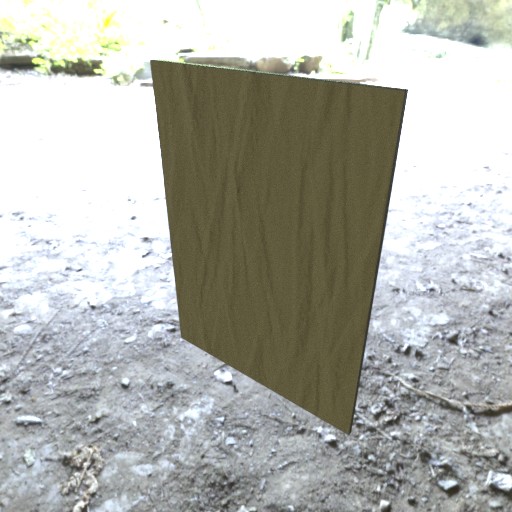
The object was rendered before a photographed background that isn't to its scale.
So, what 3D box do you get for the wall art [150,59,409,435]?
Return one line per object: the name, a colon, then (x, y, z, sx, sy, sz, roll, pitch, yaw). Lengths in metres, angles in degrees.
wall art: (0.000, 0.000, 1.437, 0.810, 1.116, 0.016, 22, 37, 32)
